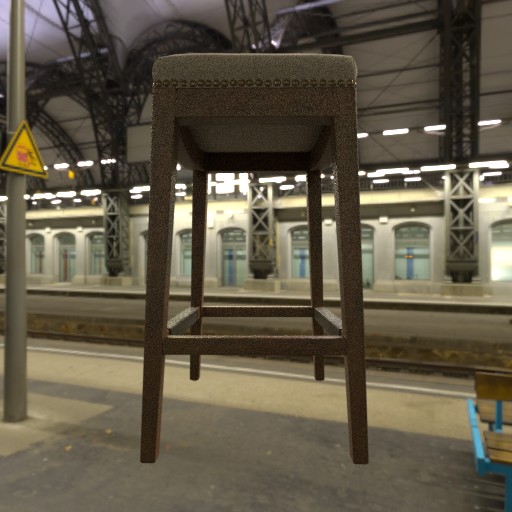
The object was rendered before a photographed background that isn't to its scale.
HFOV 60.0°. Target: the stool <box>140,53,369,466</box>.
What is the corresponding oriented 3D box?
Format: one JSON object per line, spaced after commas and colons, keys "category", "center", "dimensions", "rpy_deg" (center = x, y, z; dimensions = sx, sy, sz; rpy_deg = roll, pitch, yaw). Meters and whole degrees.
{"category": "stool", "center": [0.000, 0.000, 0.944], "dimensions": [0.356, 0.660, 0.508], "rpy_deg": [0, -1, 1]}
